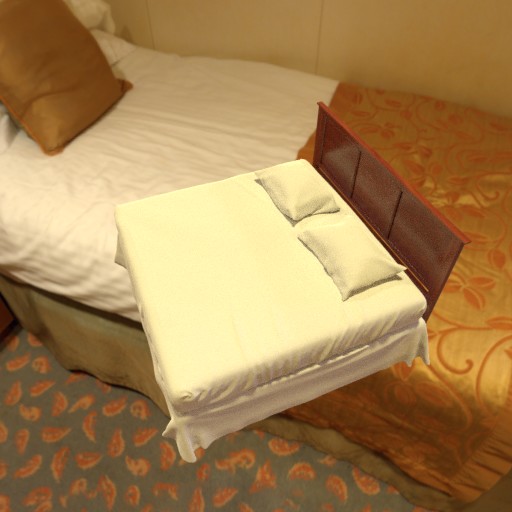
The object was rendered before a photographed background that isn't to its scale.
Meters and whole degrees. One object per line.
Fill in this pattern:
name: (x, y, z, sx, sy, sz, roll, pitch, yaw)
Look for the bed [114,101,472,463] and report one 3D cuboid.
bed: (0.000, 0.000, 3.635, 2.219, 1.271, 2.314, -17, 49, -15)
